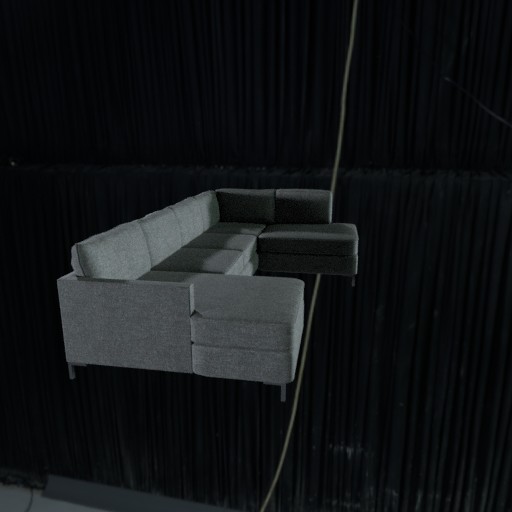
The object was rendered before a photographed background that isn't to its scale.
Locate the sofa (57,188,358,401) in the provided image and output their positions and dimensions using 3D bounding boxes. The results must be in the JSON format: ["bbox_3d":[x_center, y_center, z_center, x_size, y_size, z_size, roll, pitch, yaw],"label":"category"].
[{"bbox_3d":[0.000,0.000,4.364,2.048,0.999,3.423,3,15,10],"label":"sofa"}]
